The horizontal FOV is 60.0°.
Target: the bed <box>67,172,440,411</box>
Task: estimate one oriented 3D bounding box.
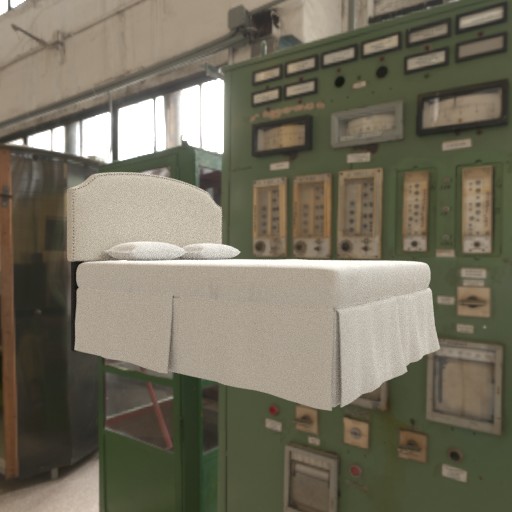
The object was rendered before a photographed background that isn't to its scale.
[{"bbox_3d":[0.000,0.000,2.967,1.999,1.270,1.558,0,0,36],"label":"bed"}]
